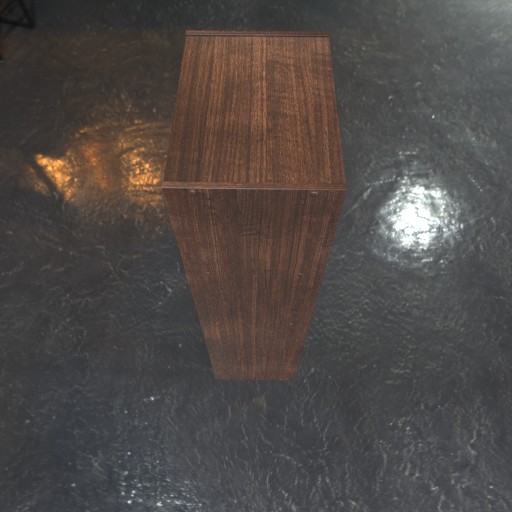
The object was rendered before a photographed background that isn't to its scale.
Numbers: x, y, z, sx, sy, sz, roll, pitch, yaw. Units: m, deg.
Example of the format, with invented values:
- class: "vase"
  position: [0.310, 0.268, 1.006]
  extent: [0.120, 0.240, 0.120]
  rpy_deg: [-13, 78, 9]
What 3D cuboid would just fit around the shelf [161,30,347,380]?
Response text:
- class: "shelf"
  position: [0.000, 0.000, 1.268]
  extent: [0.290, 1.099, 0.415]
  rpy_deg: [1, 59, 0]
